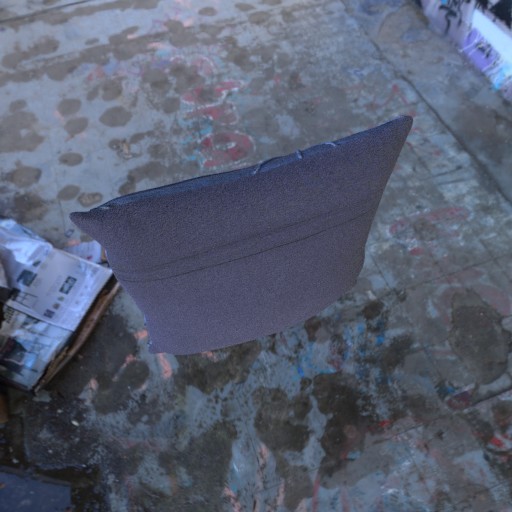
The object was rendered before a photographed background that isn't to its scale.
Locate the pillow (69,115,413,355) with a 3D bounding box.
[{"bbox_3d":[0.000,0.000,0.703,0.439,0.440,0.183,-18,60,-11],"label":"pillow"}]
